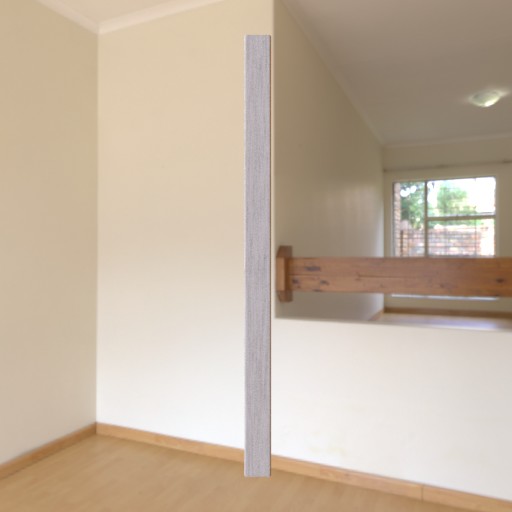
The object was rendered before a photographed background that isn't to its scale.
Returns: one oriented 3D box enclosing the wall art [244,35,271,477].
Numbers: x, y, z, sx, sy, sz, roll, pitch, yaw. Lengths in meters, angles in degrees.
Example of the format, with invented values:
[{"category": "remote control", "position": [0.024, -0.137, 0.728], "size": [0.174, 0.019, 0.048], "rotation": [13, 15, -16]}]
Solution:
[{"category": "wall art", "position": [0.000, 0.000, 1.930], "size": [0.078, 1.288, 1.287], "rotation": [0, 0, 0]}]
